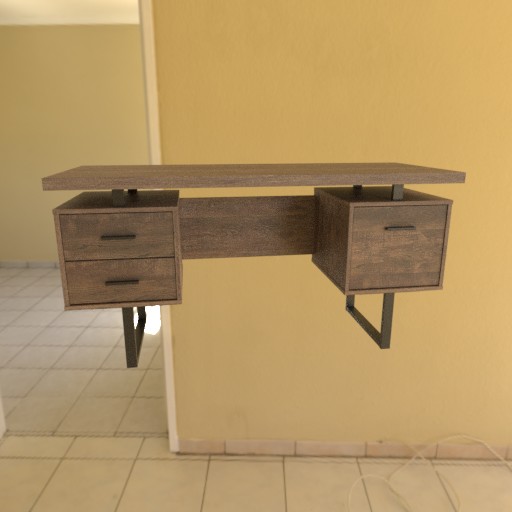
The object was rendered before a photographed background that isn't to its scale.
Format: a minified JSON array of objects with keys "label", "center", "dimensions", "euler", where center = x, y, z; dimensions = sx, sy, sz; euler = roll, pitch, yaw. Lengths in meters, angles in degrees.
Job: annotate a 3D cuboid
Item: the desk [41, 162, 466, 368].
[{"label":"desk","center":[0.000,0.000,1.961],"dimensions":[1.524,0.760,0.600],"euler":[-2,16,-8]}]
